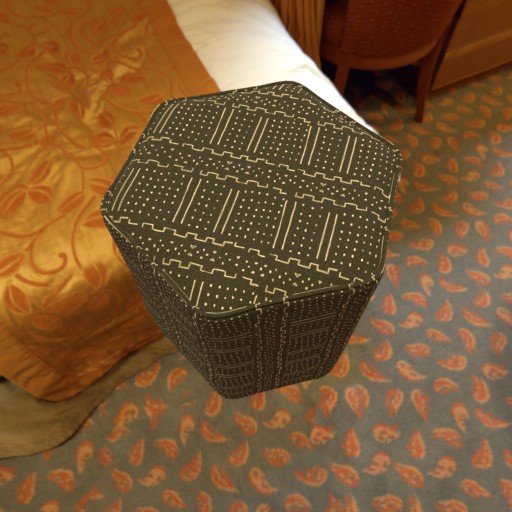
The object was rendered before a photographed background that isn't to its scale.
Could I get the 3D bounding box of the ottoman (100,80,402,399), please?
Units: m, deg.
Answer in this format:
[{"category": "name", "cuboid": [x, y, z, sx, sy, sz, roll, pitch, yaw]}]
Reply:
[{"category": "ottoman", "cuboid": [0.000, 0.000, 0.903, 0.443, 0.502, 0.494, 14, 60, 8]}]
